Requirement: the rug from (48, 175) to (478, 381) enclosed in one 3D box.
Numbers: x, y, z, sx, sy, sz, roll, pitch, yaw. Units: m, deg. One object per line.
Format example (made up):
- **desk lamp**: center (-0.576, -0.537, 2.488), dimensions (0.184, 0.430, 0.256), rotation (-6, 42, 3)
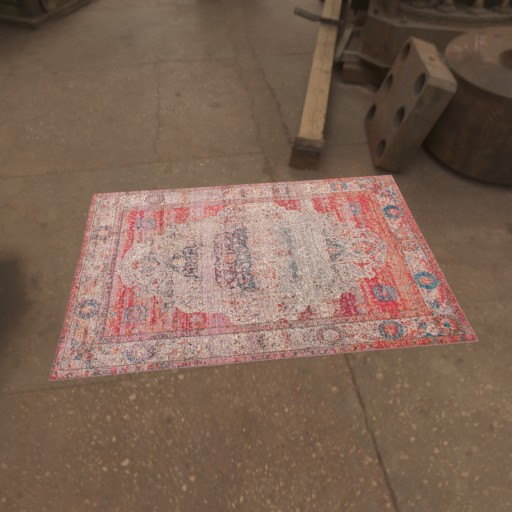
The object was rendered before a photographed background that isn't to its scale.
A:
- **rug**: center (0.000, 0.000, 2.286), dimensions (1.829, 0.006, 1.219), rotation (-4, 47, -4)
